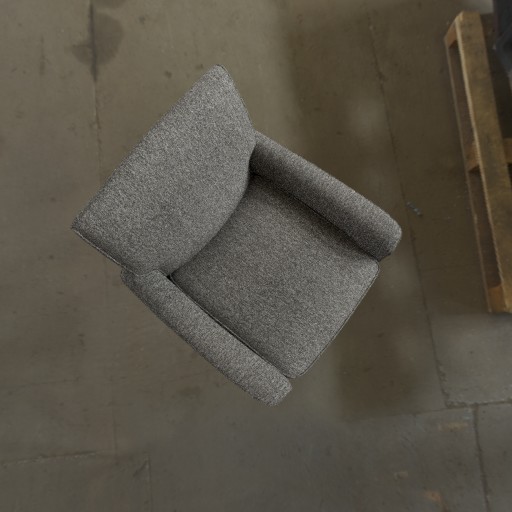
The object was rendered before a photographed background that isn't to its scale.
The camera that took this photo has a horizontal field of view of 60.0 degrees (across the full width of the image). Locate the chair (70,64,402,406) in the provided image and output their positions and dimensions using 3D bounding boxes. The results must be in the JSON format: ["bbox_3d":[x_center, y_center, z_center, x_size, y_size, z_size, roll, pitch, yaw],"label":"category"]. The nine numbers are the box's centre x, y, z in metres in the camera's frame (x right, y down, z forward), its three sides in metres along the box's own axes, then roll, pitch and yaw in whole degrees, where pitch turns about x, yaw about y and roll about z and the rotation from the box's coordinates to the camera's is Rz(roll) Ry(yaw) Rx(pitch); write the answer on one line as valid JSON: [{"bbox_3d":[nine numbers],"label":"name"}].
[{"bbox_3d":[0.000,0.000,1.720,0.864,1.014,0.848,38,81,7],"label":"chair"}]
